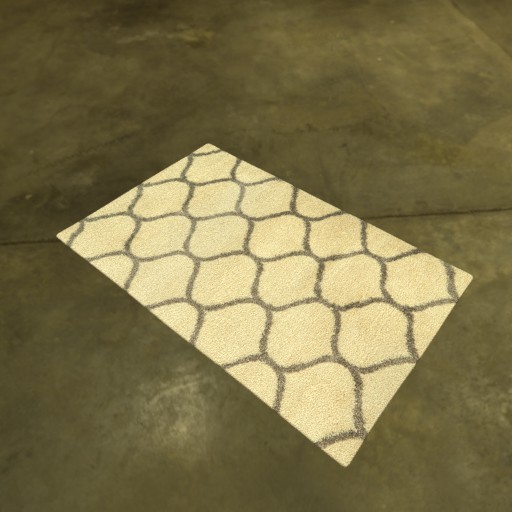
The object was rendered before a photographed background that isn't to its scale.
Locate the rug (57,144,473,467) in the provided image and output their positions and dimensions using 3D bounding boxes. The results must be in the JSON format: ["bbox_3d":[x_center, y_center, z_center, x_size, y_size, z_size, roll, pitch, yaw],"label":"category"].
[{"bbox_3d":[0.000,0.000,2.928,2.348,0.024,1.501,32,54,26],"label":"rug"}]
